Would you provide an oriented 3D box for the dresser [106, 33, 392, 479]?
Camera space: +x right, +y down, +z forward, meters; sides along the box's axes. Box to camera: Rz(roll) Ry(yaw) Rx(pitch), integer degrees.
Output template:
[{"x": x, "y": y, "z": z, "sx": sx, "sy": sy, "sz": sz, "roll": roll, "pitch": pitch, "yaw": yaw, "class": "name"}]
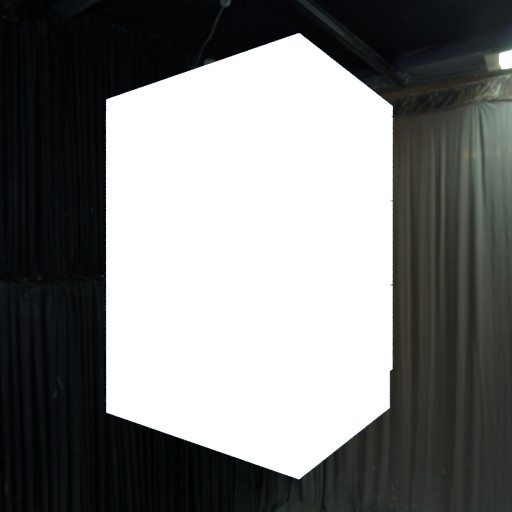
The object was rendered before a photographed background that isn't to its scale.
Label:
[{"x": 0.000, "y": 0.000, "z": 0.819, "sx": 0.400, "sy": 0.560, "sz": 0.360, "roll": 0, "pitch": 0, "yaw": 36, "class": "dresser"}]
